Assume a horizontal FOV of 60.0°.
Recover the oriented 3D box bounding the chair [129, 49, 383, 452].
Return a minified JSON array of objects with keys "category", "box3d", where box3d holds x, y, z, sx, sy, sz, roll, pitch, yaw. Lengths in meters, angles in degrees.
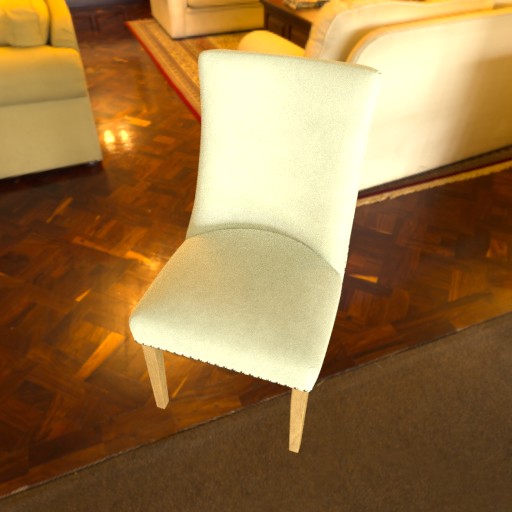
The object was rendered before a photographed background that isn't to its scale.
[{"category":"chair","box3d":[0.000,0.000,1.228,0.495,0.902,0.610,13,43,14]}]
